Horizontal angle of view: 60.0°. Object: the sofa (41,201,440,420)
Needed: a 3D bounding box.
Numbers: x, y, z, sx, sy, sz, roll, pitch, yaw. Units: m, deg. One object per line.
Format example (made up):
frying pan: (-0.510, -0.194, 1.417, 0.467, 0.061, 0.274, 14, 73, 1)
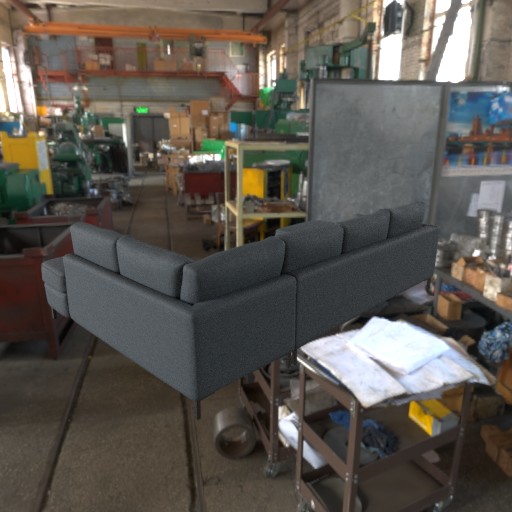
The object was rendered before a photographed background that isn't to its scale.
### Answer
sofa: (0.000, 0.000, 3.891, 1.984, 0.858, 2.975, 15, 22, 42)
